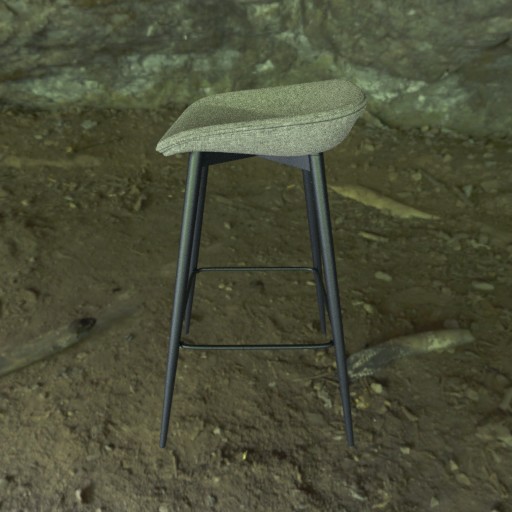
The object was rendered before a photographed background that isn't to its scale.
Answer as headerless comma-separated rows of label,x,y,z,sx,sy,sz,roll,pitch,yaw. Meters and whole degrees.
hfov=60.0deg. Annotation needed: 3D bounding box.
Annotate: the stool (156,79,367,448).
stool,0.000,0.000,1.108,0.480,0.814,0.469,0,27,-1
